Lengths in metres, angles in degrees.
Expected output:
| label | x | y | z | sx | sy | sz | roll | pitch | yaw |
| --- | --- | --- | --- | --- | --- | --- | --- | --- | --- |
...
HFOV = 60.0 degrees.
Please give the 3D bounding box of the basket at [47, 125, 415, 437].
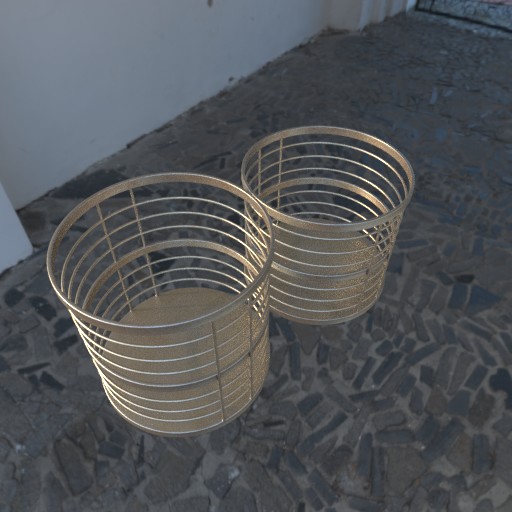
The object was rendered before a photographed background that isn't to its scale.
| label | x | y | z | sx | sy | sz | roll | pitch | yaw |
| --- | --- | --- | --- | --- | --- | --- | --- | --- | --- |
| basket | 0.000 | 0.000 | 0.922 | 0.746 | 0.351 | 0.356 | -32 | 53 | -27 |
